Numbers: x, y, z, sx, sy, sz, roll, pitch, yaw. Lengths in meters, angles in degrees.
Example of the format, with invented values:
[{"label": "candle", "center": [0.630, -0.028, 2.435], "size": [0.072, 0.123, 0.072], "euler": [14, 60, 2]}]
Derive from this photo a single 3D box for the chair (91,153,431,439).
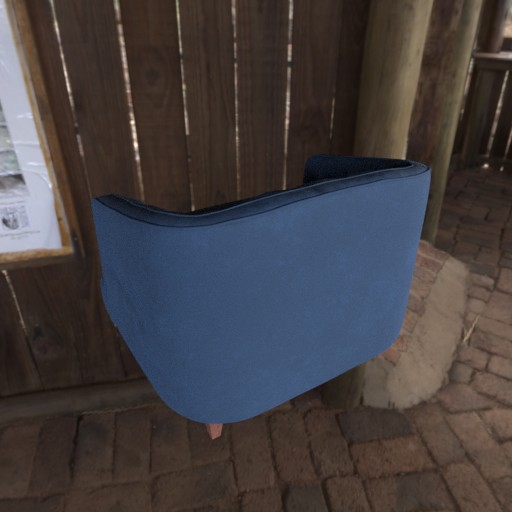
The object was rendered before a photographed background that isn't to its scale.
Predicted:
[{"label": "chair", "center": [0.000, 0.000, 1.768], "size": [1.094, 0.852, 0.940], "euler": [-17, 33, -28]}]
